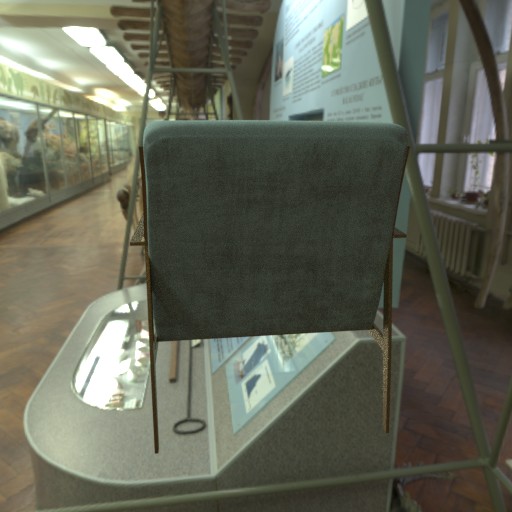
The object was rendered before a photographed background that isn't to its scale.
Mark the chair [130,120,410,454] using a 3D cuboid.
[{"bbox_3d":[0.000,0.000,1.463,0.701,0.824,0.842,-2,15,-7],"label":"chair"}]
